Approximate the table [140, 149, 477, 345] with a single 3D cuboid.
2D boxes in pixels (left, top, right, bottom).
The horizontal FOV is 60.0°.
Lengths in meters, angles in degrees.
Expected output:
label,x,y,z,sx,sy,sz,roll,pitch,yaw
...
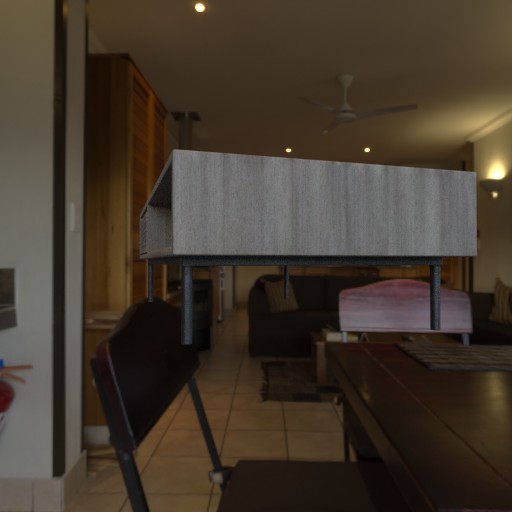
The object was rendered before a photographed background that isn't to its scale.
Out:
label,x,y,z,sx,sy,sz,roll,pitch,yaw
table,0.000,0.000,1.363,0.643,0.347,1.088,0,-1,-17
